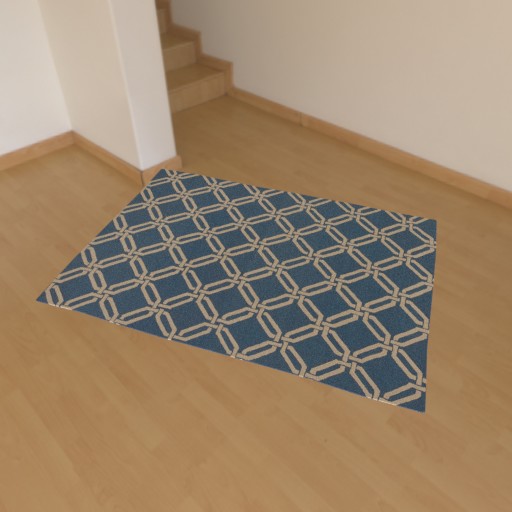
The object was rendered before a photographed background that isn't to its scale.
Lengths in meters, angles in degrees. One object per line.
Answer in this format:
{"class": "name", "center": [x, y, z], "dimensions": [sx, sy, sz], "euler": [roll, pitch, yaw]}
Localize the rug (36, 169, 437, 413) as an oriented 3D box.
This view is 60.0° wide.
{"class": "rug", "center": [0.000, 0.000, 2.777], "dimensions": [2.135, 0.013, 1.524], "euler": [13, 43, 14]}
